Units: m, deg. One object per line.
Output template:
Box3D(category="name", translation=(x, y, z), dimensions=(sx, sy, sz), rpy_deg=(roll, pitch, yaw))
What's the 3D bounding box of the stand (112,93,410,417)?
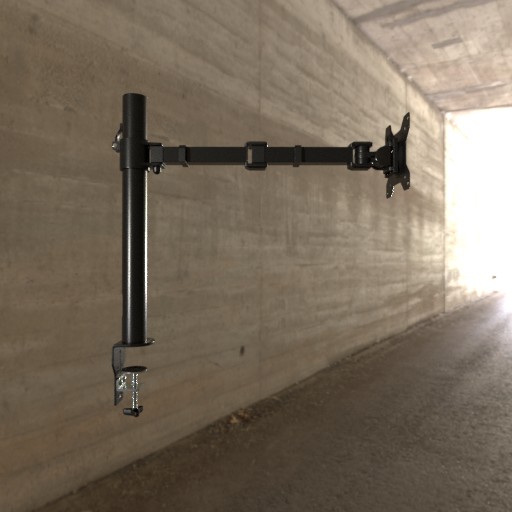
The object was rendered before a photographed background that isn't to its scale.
Box3D(category="stand", translation=(0.000, 0.000, 0.711), dimensions=(0.456, 0.510, 0.115), rpy_deg=(0, -1, 0))
